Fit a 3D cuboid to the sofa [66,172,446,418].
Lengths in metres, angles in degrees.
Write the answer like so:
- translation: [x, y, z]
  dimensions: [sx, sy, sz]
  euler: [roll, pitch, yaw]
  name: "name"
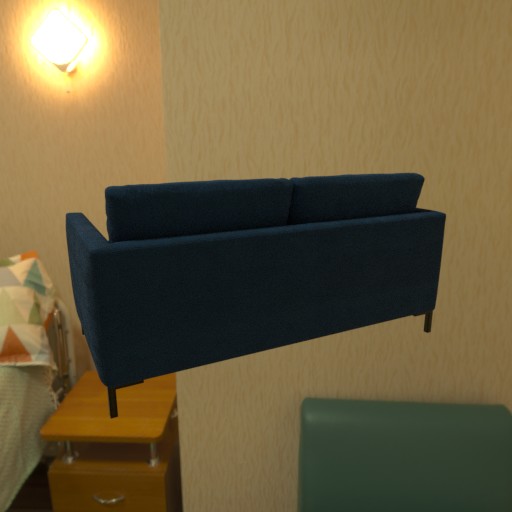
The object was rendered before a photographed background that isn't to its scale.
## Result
- translation: [0.000, 0.000, 2.202]
  dimensions: [1.676, 0.817, 0.875]
  euler: [-7, 16, -27]
  name: "sofa"
